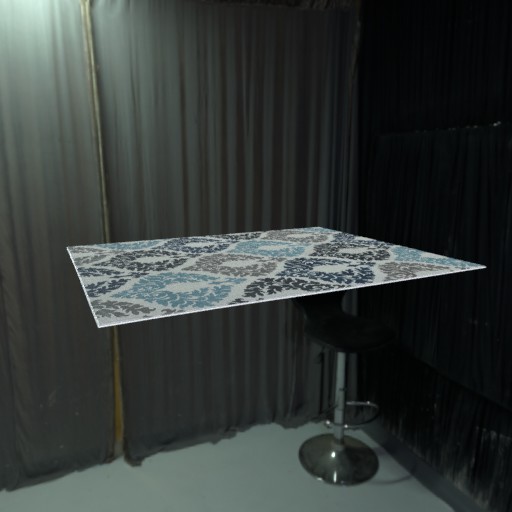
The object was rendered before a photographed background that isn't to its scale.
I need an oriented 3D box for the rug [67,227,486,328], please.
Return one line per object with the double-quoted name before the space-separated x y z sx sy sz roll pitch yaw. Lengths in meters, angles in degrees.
"rug" 0.000 0.000 4.043 3.040 0.014 2.423 -6 14 -26
